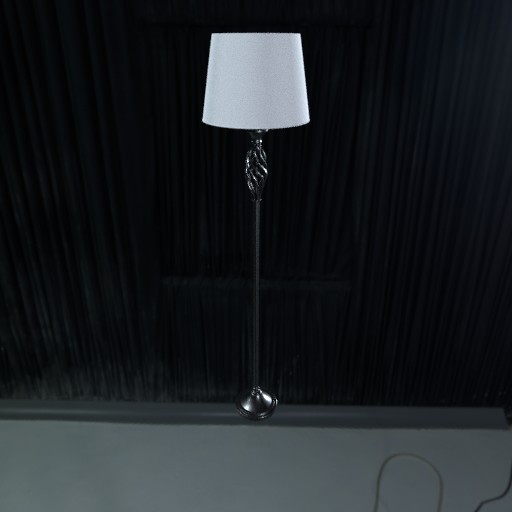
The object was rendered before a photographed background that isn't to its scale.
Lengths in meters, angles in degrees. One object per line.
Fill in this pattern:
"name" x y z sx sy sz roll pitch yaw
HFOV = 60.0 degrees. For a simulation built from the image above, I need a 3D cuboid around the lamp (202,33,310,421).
"lamp" 0.000 0.000 1.811 0.379 1.623 0.379 0 26 0
